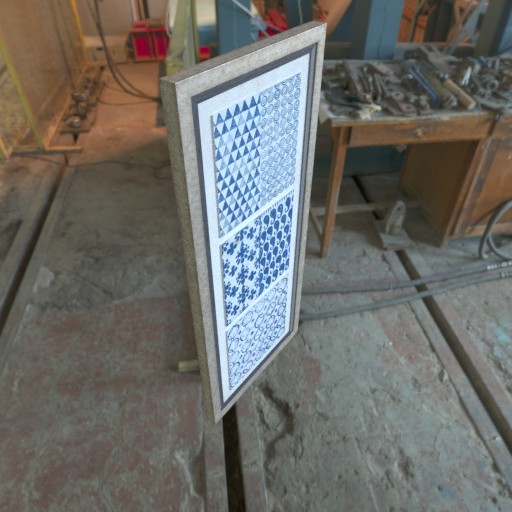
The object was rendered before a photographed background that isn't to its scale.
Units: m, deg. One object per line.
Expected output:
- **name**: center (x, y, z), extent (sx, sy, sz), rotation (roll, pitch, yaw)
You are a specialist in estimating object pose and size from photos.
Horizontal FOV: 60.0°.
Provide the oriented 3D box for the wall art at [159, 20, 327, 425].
- **wall art**: center (0.000, 0.000, 1.646), extent (0.051, 1.461, 0.648), rotation (26, 47, 27)
